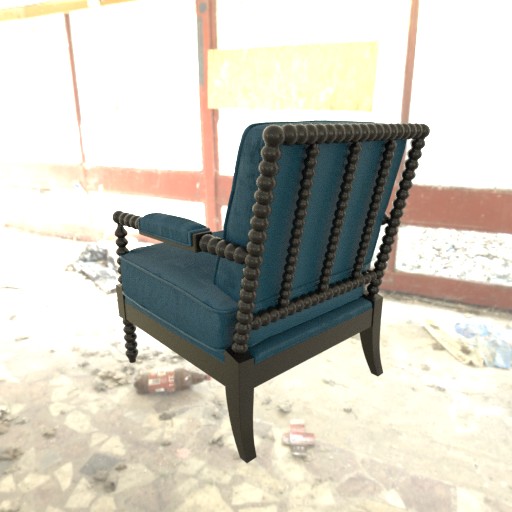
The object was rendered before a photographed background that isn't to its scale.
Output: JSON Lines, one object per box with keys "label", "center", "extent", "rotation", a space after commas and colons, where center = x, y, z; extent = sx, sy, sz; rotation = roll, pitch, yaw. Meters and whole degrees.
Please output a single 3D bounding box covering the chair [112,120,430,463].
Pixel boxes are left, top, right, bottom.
{"label": "chair", "center": [0.000, 0.000, 1.462], "extent": [0.688, 0.857, 0.805], "rotation": [-15, 23, -40]}
